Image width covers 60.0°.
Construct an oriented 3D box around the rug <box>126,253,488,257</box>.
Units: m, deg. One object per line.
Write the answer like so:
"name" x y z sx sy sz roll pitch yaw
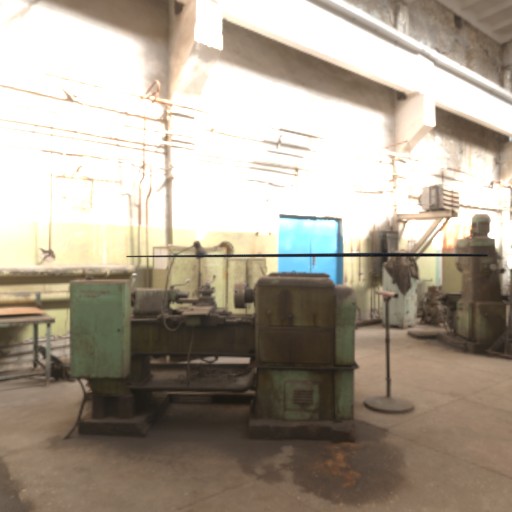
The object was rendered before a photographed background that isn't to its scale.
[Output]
"rug" 0.000 0.000 2.722 0.769 0.012 2.448 0 0 -36
